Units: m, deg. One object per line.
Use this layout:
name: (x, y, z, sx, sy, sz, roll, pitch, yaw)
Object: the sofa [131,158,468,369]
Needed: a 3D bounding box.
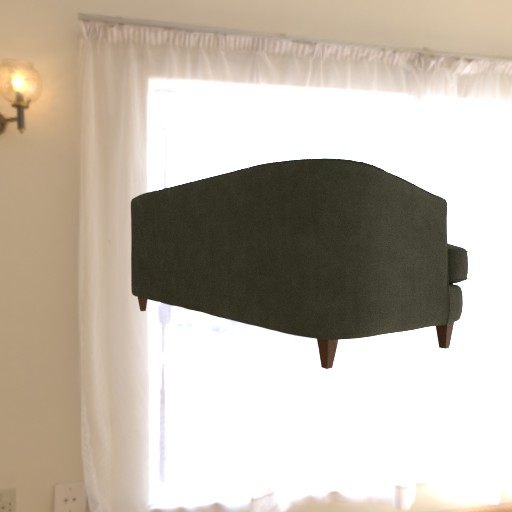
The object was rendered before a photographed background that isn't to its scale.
sofa: (0.000, 0.000, 2.762, 0.941, 0.855, 2.278, -1, 2, -36)
